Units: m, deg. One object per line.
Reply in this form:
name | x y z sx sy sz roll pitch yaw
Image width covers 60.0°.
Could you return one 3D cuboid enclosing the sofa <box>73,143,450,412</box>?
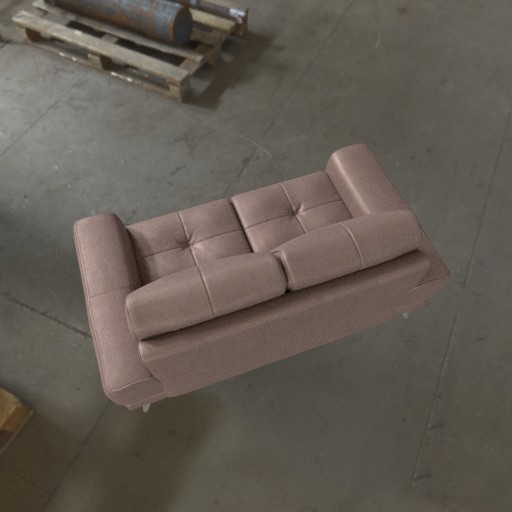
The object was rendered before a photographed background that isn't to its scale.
sofa | 0.000 0.000 2.400 1.806 0.907 1.018 -17 60 -10
